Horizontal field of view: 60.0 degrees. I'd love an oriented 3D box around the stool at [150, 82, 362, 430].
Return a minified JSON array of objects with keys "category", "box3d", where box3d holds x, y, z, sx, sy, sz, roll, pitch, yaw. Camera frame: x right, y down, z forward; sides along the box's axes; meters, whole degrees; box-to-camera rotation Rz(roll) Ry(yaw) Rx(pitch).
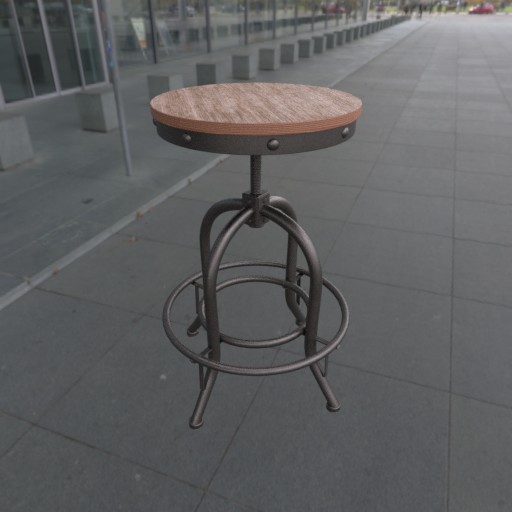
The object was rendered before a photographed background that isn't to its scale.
[{"category":"stool","box3d":[0.000,0.000,0.896,0.439,0.609,0.439,20,35,31]}]
